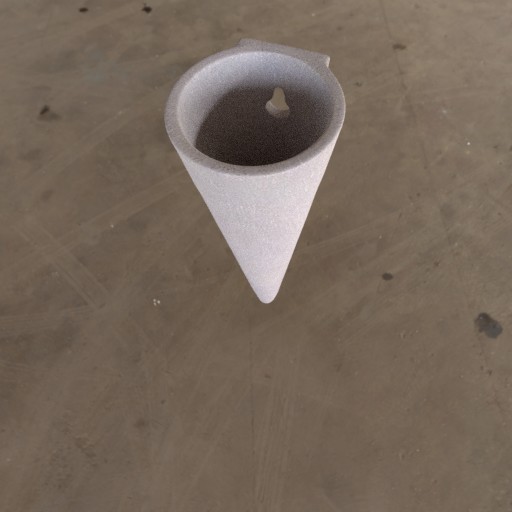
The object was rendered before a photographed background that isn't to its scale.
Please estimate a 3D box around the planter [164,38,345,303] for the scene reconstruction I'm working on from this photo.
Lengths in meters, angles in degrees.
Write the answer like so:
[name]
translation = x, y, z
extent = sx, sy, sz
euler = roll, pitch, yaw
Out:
[planter]
translation = 0.000, 0.000, 0.303
extent = 0.078, 0.259, 0.087
euler = 16, 60, 10
